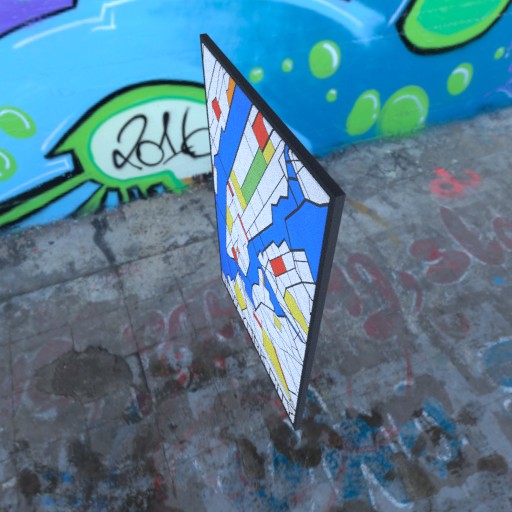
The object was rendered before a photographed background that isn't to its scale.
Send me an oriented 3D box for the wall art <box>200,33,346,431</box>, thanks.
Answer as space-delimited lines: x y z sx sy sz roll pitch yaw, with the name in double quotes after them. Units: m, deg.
0.000 0.000 0.858 0.013 0.660 0.460 -18 50 -15 "wall art"
